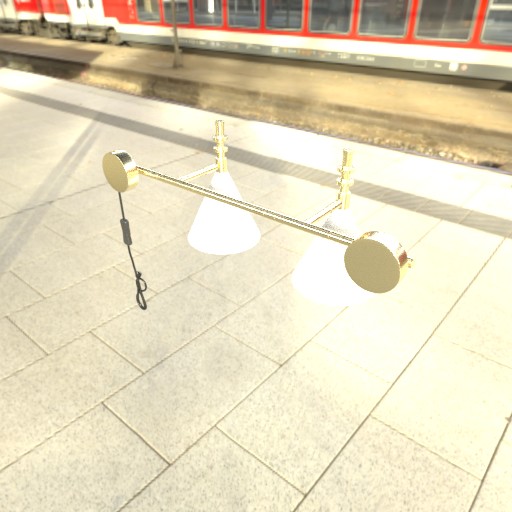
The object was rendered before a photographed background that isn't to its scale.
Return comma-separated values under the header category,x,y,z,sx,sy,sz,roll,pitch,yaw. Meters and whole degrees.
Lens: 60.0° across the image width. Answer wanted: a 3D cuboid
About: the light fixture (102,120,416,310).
category,x,y,z,sx,sy,sz,roll,pitch,yaw
light fixture,0.000,0.000,0.870,0.642,0.468,0.239,22,38,32
